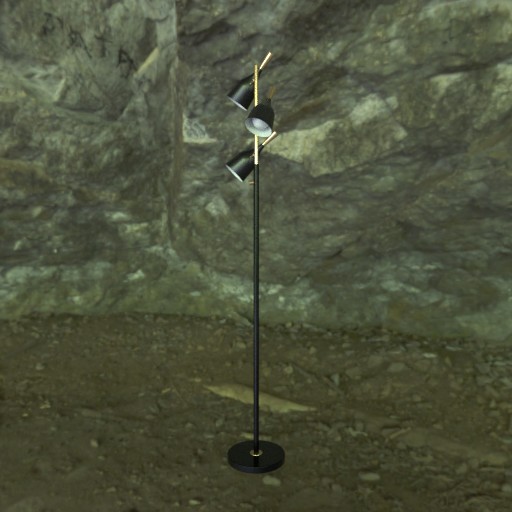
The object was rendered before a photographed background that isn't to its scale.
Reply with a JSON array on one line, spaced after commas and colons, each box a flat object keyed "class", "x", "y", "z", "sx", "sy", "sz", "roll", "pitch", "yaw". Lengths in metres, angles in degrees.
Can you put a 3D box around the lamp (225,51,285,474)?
[{"class": "lamp", "x": 0.000, "y": 0.000, "z": 1.919, "sx": 0.253, "sy": 1.778, "sz": 0.434, "roll": 0, "pitch": 2, "yaw": -17}]
